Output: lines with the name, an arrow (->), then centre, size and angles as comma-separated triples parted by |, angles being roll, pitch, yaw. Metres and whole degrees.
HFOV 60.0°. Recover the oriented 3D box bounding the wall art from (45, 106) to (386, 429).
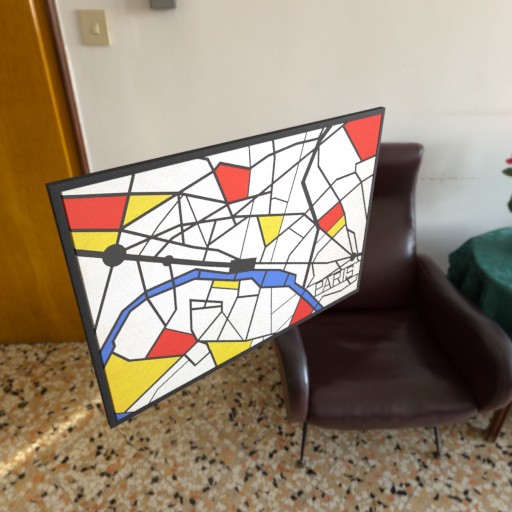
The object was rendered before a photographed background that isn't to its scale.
wall art -> 0.000, 0.000, 0.846 | 0.664, 0.458, 0.013 | -23, 38, -32
